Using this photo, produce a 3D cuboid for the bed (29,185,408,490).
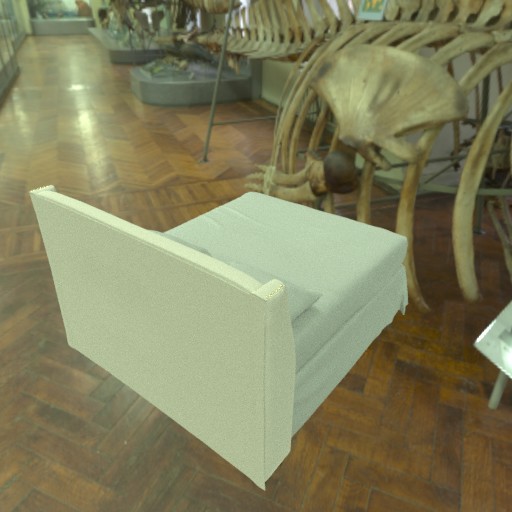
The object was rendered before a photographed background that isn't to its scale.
[{"bbox_3d":[0.000,0.000,3.375,1.925,1.332,2.276,22,36,33],"label":"bed"}]
